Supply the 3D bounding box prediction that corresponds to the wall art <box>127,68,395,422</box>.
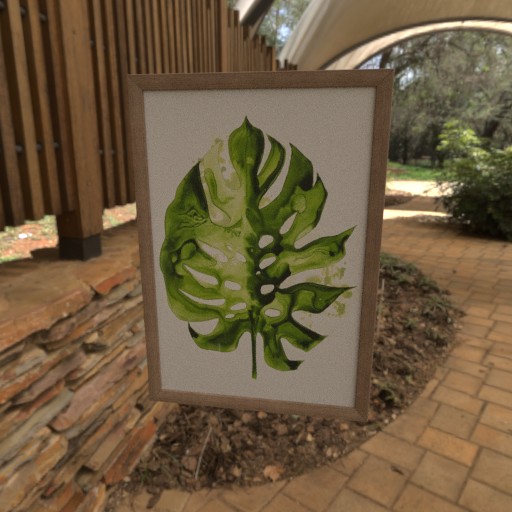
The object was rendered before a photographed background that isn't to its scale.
[{"bbox_3d":[0.000,0.000,0.662,0.356,0.509,0.031,3,15,9],"label":"wall art"}]
